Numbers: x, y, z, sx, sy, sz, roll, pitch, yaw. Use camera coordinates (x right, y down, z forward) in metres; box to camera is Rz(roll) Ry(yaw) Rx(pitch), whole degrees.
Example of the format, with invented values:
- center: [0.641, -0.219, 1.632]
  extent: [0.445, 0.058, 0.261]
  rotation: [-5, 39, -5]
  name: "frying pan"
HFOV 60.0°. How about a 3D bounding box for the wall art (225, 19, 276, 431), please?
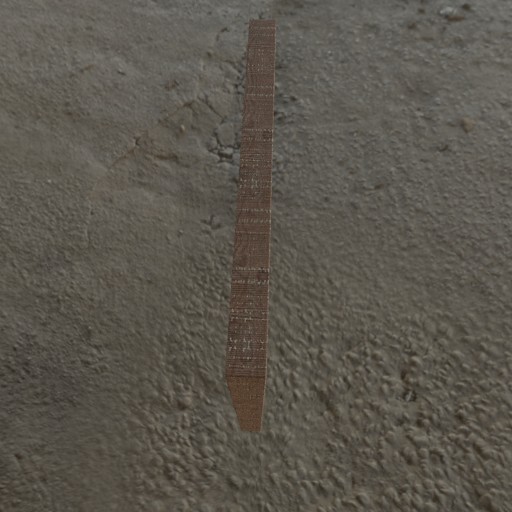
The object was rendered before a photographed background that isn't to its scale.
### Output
- center: [0.000, 0.000, 0.785]
  extent: [0.040, 0.531, 0.531]
  rotation: [2, 63, 1]
  name: "wall art"
